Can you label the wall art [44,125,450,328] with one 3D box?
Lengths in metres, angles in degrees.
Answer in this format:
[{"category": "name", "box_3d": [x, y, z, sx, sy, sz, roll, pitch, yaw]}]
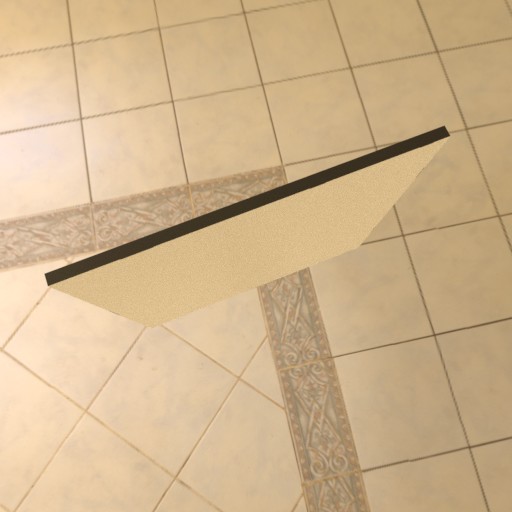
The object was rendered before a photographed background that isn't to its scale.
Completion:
[{"category": "wall art", "box_3d": [0.000, 0.000, 0.673, 0.446, 0.445, 0.014, -21, 76, -5]}]
